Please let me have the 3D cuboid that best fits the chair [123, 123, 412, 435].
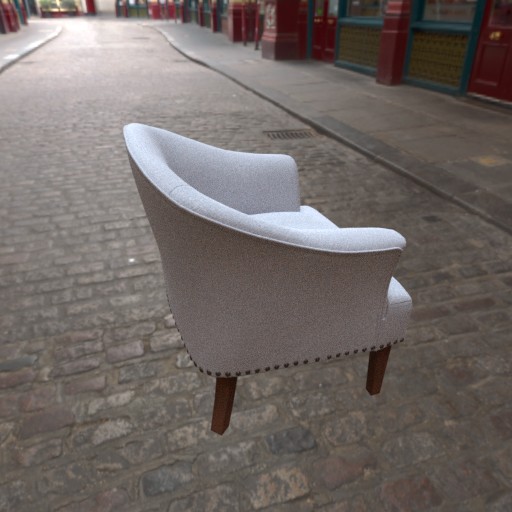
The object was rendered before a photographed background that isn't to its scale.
[{"bbox_3d":[0.000,0.000,1.417,0.704,0.815,0.798,-9,30,-16],"label":"chair"}]
